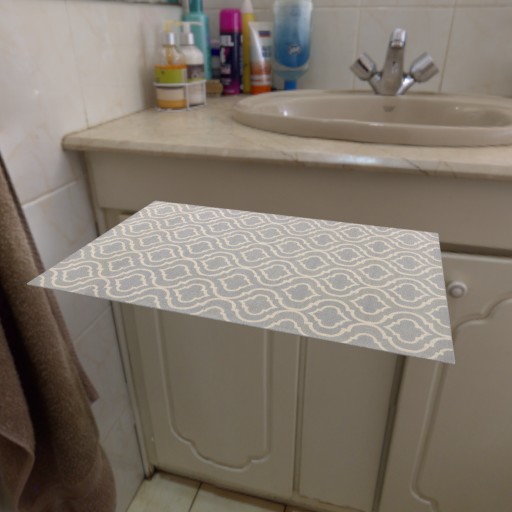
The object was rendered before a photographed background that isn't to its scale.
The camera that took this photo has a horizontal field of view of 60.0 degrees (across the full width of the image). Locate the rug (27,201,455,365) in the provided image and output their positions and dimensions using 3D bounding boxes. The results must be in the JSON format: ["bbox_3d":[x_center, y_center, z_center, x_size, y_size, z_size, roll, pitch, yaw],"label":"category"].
[{"bbox_3d":[0.000,0.000,2.194,1.749,0.015,1.141,8,28,15],"label":"rug"}]
